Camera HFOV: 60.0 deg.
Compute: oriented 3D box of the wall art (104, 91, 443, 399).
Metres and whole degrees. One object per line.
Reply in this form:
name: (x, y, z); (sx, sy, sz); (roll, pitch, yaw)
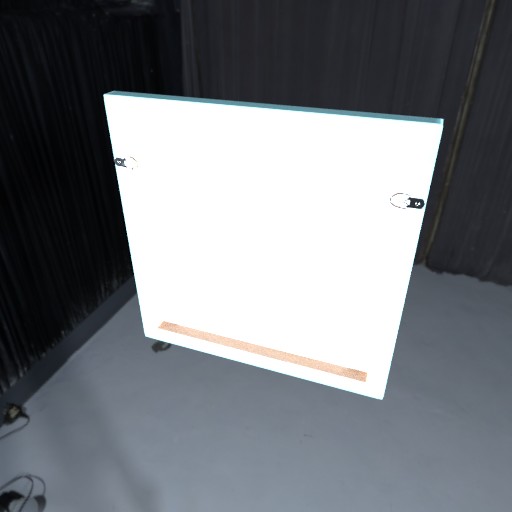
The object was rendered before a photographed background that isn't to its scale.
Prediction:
wall art: (0.000, 0.000, 1.626); (1.071, 1.073, 0.070); (11, 33, 17)
